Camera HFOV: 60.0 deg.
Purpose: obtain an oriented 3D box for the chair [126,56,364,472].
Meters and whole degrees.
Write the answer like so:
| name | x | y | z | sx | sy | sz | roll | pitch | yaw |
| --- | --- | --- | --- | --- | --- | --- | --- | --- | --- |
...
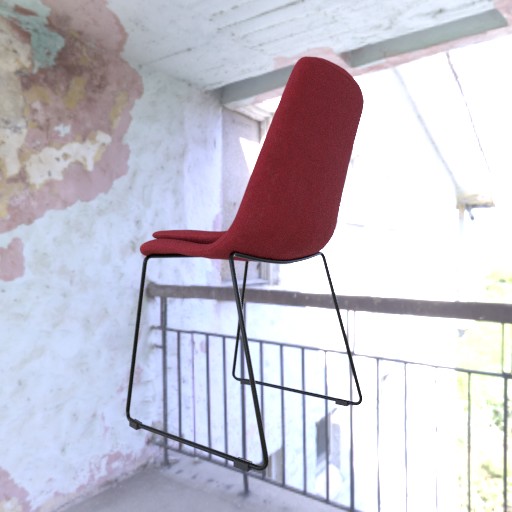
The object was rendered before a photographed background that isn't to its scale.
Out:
| name | x | y | z | sx | sy | sz | roll | pitch | yaw |
| --- | --- | --- | --- | --- | --- | --- | --- | --- | --- |
| chair | 0.000 | 0.000 | 1.167 | 0.518 | 0.858 | 0.479 | 0 | 1 | 36 |
